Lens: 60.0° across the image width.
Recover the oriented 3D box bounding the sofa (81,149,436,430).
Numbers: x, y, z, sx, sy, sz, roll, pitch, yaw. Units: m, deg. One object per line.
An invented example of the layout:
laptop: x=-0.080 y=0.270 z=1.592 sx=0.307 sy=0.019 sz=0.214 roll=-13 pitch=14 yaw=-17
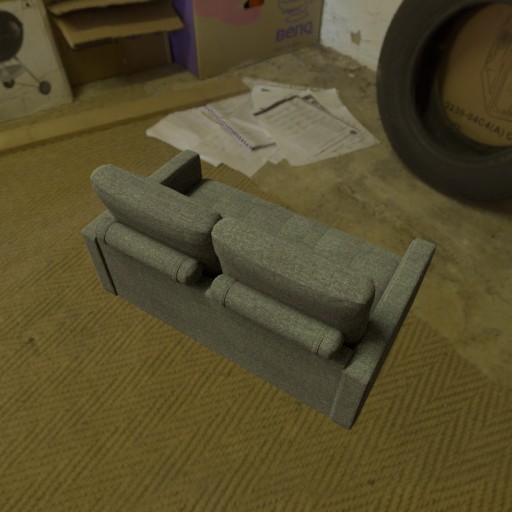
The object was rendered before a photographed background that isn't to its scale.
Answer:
sofa: x=0.000 y=0.000 z=2.064 sx=1.407 sy=0.907 sz=0.842 roll=25 pitch=52 yaw=21
